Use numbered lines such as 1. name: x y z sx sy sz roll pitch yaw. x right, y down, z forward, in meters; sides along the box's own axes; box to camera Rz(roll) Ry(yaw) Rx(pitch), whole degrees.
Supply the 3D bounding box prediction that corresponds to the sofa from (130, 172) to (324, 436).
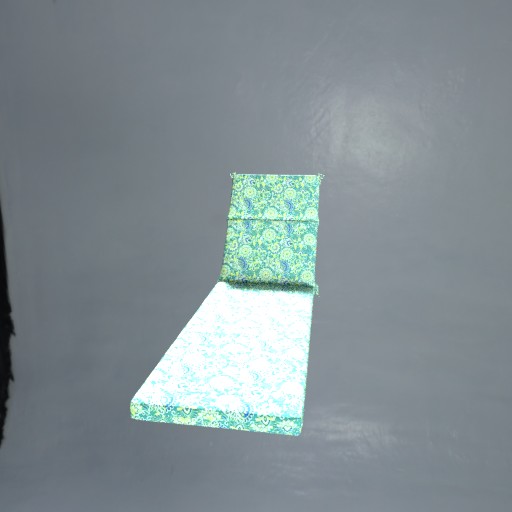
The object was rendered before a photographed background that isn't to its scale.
1. sofa: 0.000 0.000 2.006 0.582 0.622 1.663 2 16 8
